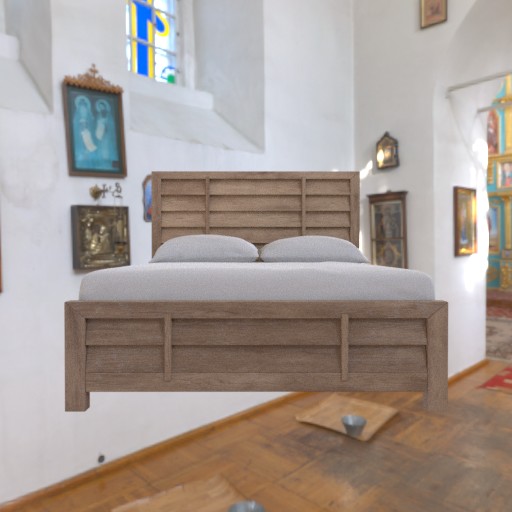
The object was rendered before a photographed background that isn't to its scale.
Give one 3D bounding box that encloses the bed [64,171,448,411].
[{"bbox_3d":[0.000,0.000,3.361,2.032,1.626,2.062,0,1,0],"label":"bed"}]
